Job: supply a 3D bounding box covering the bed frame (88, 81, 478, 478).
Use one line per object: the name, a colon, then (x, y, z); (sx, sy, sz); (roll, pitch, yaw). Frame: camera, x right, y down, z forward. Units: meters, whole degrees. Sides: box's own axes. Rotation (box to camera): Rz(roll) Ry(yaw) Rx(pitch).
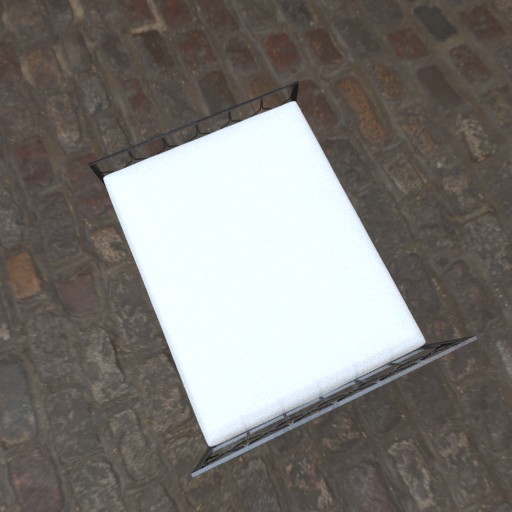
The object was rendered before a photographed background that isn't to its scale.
bed frame: (0.000, 0.000, 3.046); (1.597, 1.222, 2.063); (-24, 76, -6)
